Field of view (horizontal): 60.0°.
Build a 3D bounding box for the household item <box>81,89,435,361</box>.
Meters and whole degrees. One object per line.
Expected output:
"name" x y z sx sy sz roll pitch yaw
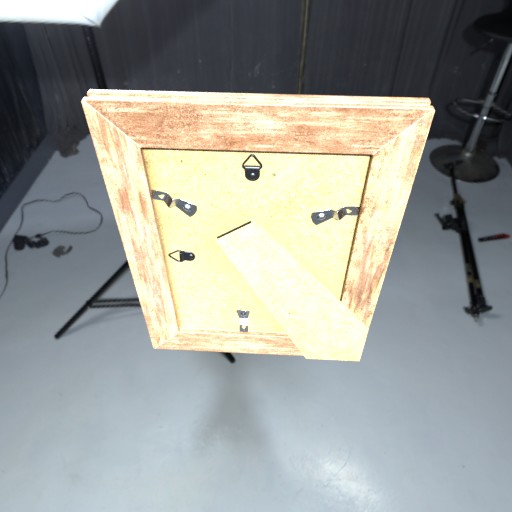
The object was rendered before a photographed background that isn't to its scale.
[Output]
"household item" 0.000 0.000 0.320 0.186 0.237 0.018 2 45 2
